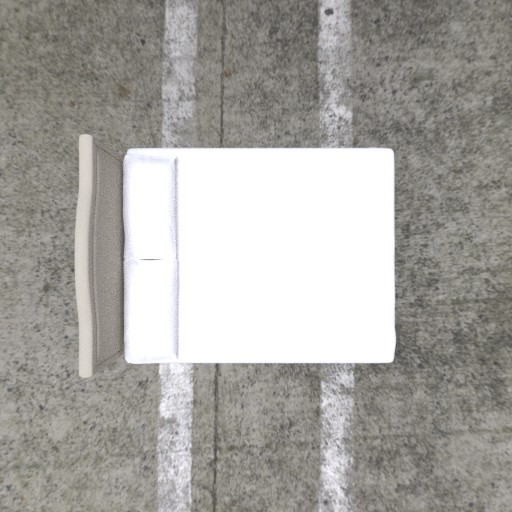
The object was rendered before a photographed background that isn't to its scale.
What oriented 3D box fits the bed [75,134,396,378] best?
[{"bbox_3d":[0.000,0.000,3.713,2.477,1.437,1.977,0,90,0],"label":"bed"}]
